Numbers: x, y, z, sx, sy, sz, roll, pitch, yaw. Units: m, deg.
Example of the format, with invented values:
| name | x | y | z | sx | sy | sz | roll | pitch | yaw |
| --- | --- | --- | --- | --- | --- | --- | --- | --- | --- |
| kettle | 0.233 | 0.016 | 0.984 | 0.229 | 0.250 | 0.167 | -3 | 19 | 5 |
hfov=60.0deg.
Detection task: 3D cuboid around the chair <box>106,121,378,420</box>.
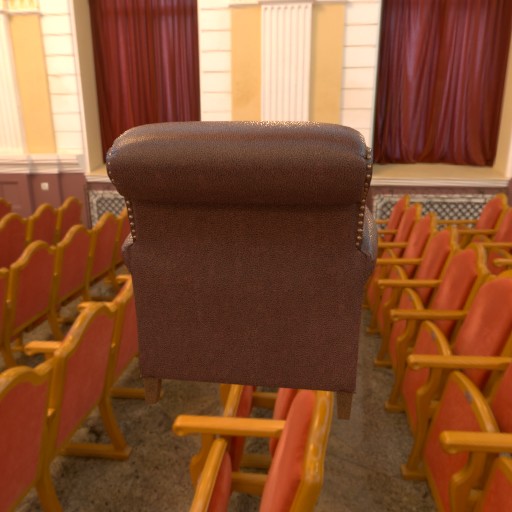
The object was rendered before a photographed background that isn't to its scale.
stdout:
| name | x | y | z | sx | sy | sz | roll | pitch | yaw |
| --- | --- | --- | --- | --- | --- | --- | --- | --- | --- |
| chair | 0.000 | 0.000 | 1.615 | 0.854 | 0.927 | 0.890 | 2 | 16 | 7 |
